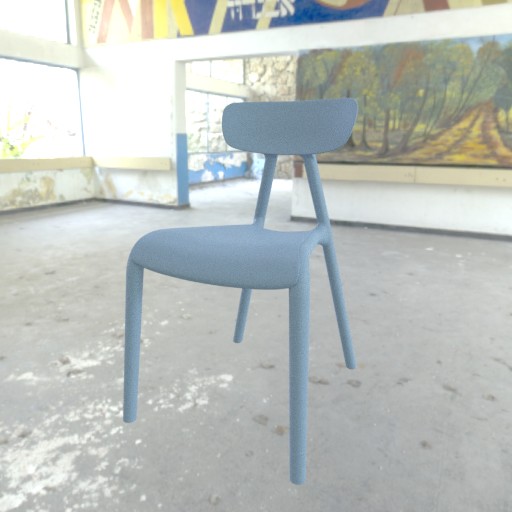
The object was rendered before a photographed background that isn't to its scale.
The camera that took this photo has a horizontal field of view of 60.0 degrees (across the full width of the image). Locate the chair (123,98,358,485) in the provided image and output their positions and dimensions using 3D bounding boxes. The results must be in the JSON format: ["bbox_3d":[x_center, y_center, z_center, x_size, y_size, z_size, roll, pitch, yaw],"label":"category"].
[{"bbox_3d":[0.000,0.000,0.837,0.356,0.580,0.401,7,16,26],"label":"chair"}]
